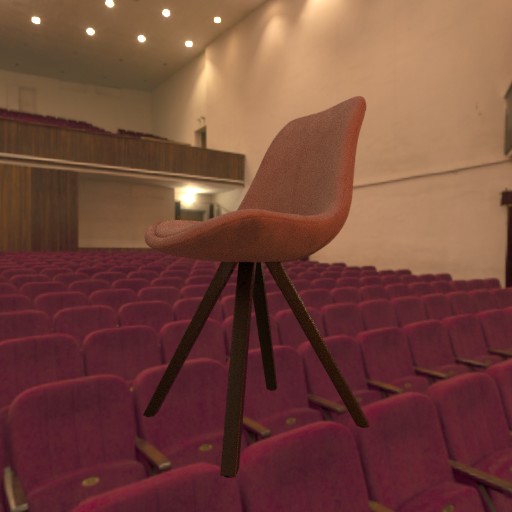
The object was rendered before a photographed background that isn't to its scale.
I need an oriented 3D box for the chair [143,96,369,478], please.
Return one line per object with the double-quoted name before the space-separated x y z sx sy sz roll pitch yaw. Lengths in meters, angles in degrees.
"chair" 0.000 0.000 1.160 0.547 0.865 0.483 0 0 -36
